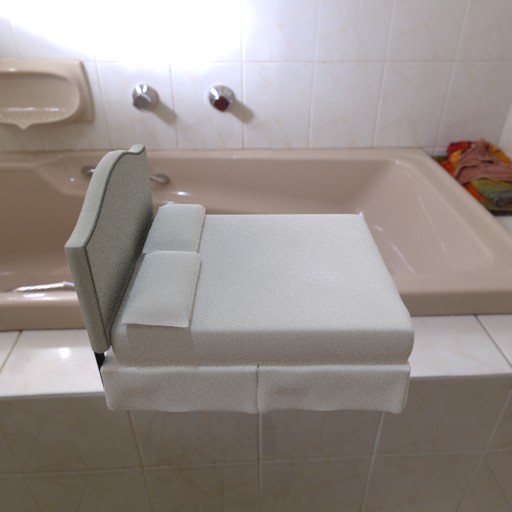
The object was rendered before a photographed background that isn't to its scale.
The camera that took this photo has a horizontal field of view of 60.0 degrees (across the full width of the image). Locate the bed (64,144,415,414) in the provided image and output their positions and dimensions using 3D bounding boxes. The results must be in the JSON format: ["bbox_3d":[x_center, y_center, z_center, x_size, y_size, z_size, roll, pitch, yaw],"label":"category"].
[{"bbox_3d":[0.000,0.000,3.496,2.180,1.607,1.813,0,33,0],"label":"bed"}]
